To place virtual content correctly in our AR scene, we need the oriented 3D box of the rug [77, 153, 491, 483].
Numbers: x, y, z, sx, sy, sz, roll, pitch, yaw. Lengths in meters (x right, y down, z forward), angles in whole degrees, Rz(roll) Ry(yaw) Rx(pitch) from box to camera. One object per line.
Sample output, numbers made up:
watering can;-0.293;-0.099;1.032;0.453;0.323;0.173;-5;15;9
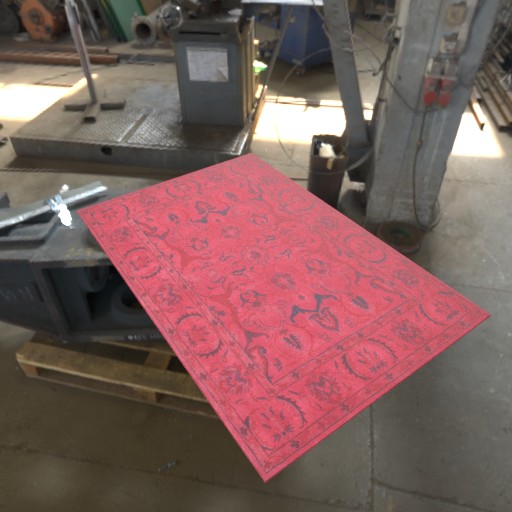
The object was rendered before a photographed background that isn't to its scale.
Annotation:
rug;0.000;0.000;2.211;1.209;0.008;1.814;-25;46;-26
